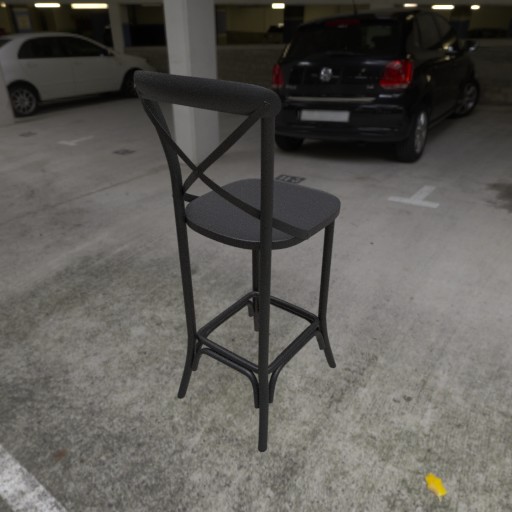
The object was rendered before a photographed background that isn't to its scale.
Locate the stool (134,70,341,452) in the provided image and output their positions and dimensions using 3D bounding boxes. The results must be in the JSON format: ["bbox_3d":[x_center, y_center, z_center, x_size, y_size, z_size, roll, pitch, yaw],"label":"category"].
[{"bbox_3d":[0.000,0.000,1.453,0.457,1.168,0.584,20,36,31],"label":"stool"}]
